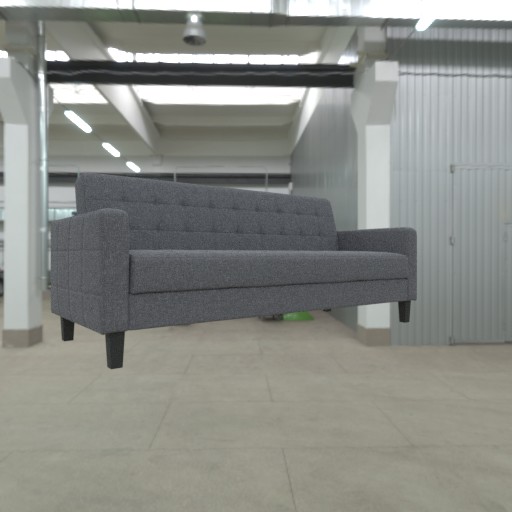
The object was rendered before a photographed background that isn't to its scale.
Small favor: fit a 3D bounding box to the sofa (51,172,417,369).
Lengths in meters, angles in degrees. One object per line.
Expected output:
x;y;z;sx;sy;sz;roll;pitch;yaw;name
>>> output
0.000;0.000;2.541;2.040;0.850;0.810;0;0;-37;sofa
